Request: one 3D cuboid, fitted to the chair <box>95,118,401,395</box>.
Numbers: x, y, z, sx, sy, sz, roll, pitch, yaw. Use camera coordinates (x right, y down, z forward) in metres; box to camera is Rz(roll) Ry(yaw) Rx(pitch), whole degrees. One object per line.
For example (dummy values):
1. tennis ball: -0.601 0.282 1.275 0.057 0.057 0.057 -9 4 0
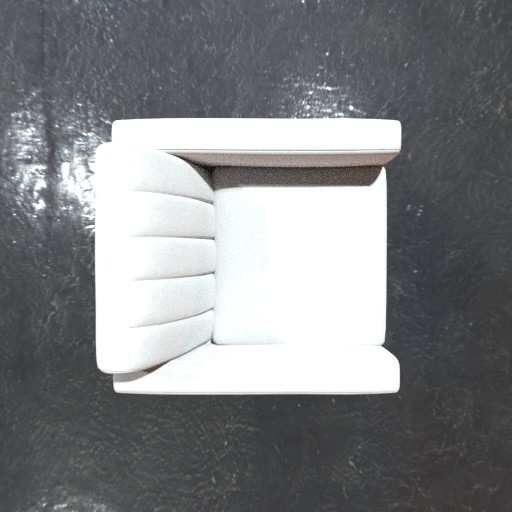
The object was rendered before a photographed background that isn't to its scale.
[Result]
1. chair: 0.000 0.000 1.701 0.998 0.819 0.953 0 91 0
